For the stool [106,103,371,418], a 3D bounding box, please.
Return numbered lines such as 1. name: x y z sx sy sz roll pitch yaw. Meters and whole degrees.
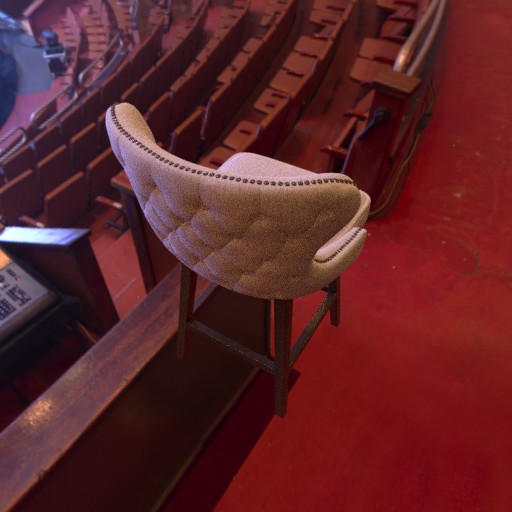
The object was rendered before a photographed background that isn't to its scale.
1. stool: 0.000 0.000 1.323 0.615 0.972 0.597 24 50 21
